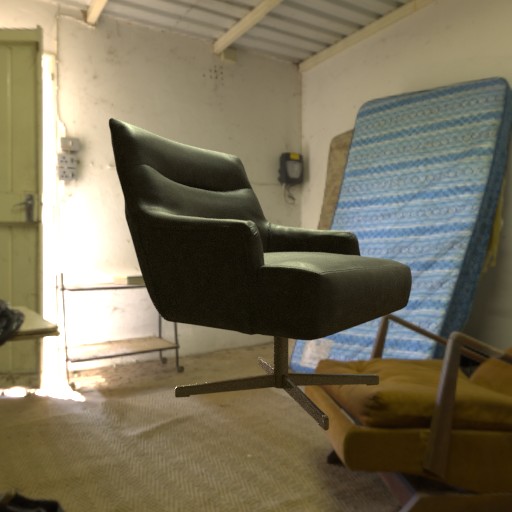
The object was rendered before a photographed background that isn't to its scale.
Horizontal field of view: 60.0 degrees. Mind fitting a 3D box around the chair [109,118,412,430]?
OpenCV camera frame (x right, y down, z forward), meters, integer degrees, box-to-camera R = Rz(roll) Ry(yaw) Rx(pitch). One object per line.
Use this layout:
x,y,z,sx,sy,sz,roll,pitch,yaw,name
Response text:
0.000,0.000,1.484,0.874,0.870,0.738,0,0,34,chair
